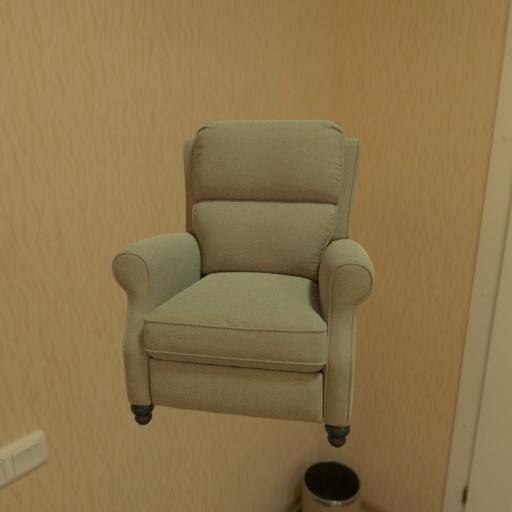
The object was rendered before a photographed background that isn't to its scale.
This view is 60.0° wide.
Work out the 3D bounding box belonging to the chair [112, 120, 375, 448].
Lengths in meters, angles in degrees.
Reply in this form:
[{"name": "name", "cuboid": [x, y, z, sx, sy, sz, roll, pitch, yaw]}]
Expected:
[{"name": "chair", "cuboid": [0.000, 0.000, 1.752, 0.859, 1.046, 0.919, 3, 16, 10]}]
